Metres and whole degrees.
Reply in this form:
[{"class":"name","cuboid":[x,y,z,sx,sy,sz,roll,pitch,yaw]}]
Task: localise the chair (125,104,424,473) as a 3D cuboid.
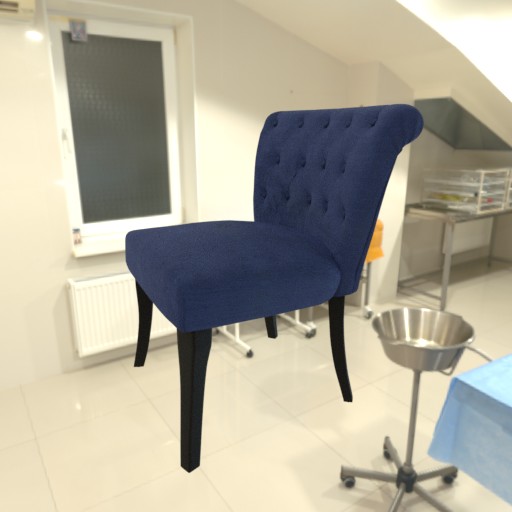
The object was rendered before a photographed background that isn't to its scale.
[{"class":"chair","cuboid":[0.000,0.000,1.175,0.606,0.753,0.585,-8,18,-26]}]
